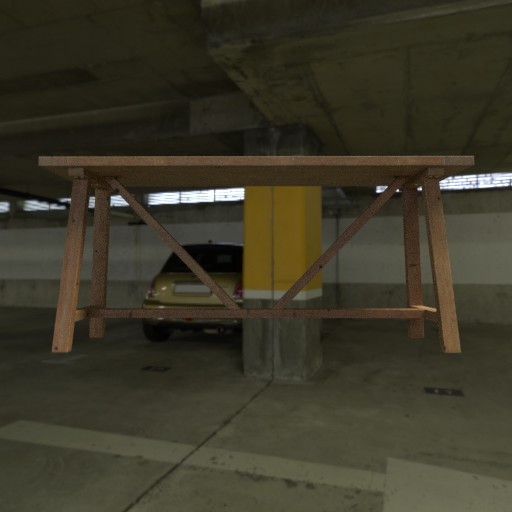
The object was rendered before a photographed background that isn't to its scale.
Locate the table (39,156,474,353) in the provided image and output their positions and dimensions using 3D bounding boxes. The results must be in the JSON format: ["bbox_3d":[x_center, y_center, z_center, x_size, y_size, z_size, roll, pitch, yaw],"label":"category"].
[{"bbox_3d":[0.000,0.000,2.053,1.800,0.810,0.465,0,-2,0],"label":"table"}]
